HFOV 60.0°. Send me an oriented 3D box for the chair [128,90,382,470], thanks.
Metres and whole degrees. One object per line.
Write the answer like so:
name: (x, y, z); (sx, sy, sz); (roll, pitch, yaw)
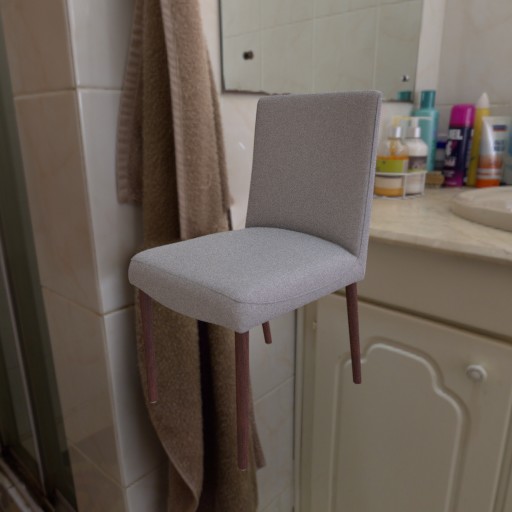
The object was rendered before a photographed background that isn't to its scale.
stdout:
chair: (0.000, 0.000, 1.204); (0.456, 0.859, 0.570); (15, 22, 42)
